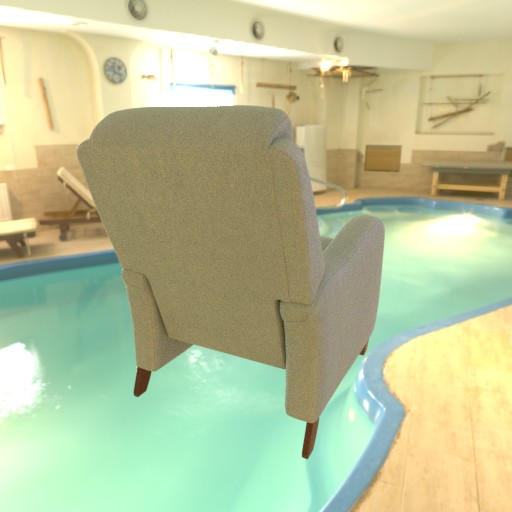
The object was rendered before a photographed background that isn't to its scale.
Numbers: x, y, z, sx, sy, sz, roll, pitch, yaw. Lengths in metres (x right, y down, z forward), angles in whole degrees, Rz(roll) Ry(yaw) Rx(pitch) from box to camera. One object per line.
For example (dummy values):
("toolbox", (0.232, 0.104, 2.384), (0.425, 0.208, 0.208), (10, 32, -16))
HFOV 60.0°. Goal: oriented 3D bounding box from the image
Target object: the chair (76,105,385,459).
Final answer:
("chair", (0.000, 0.000, 1.693), (0.785, 1.067, 0.988), (9, 19, 27))
